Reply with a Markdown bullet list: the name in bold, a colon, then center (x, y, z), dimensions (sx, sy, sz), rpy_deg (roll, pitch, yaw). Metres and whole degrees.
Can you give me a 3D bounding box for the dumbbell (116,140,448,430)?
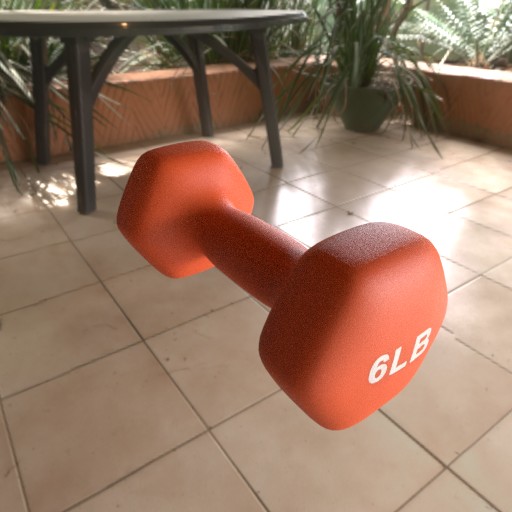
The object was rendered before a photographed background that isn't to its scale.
- **dumbbell**: center (0.000, 0.000, 0.203), dimensions (0.079, 0.071, 0.162), rpy_deg (-21, 36, -31)
